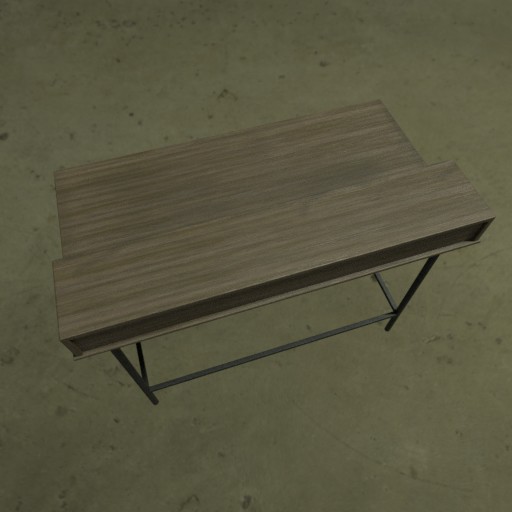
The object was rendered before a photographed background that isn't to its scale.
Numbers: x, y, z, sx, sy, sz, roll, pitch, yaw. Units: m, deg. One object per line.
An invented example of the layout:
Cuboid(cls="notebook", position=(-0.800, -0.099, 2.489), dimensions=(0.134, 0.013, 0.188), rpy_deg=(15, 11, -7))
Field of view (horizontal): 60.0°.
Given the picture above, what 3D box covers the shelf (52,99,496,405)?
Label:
Cuboid(cls="shelf", position=(0.000, 0.000, 1.681), dimensions=(1.212, 0.865, 0.685), rpy_deg=(-15, 59, -9))
